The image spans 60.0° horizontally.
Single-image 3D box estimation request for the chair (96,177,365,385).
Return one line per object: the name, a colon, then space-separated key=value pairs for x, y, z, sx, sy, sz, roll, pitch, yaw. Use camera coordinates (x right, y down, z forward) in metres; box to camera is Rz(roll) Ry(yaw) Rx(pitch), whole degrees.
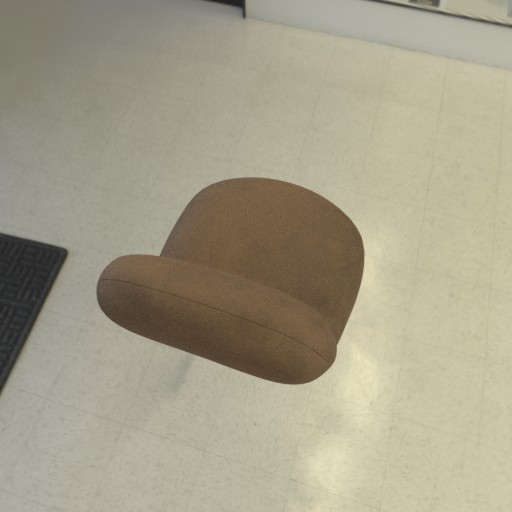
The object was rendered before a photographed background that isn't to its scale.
chair: x=0.000 y=0.000 z=1.032 sx=0.521 sy=0.594 sz=0.597 roll=17 pitch=65 yaw=9
